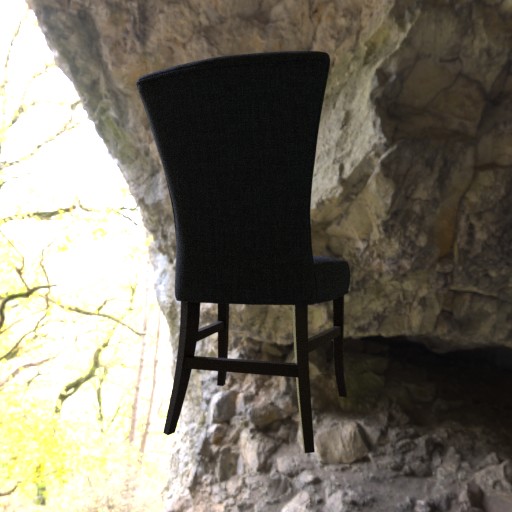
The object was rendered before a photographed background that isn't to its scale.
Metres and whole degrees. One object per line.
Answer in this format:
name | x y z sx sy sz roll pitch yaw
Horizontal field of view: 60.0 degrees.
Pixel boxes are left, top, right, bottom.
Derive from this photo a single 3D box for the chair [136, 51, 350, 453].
chair | 0.000 0.000 1.365 0.520 0.991 0.660 0 -1 17
